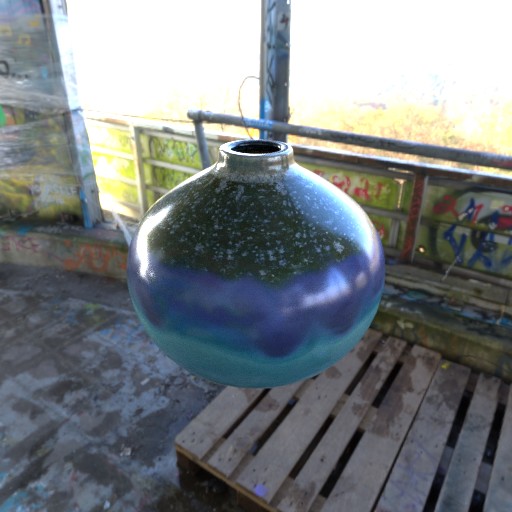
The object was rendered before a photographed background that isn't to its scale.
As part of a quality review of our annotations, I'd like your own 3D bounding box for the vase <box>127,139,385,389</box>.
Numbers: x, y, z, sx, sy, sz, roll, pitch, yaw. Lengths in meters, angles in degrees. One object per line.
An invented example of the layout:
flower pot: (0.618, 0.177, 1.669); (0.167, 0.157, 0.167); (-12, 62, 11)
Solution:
vase: (0.000, 0.000, 0.271); (0.154, 0.133, 0.154); (0, 27, 0)
